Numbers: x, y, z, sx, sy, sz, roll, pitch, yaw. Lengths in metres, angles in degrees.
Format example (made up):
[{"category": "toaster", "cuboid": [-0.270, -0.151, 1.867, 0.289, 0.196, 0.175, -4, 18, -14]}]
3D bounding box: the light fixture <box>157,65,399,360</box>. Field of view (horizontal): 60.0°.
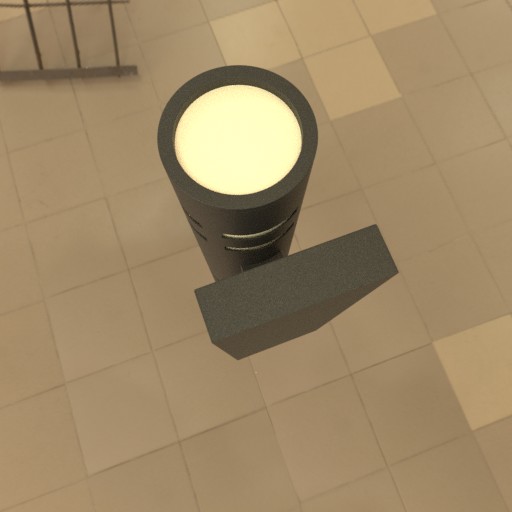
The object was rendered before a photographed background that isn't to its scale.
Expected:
[{"category": "light fixture", "cuboid": [0.000, 0.000, 0.402, 0.105, 0.330, 0.149, -20, 76, -5]}]
